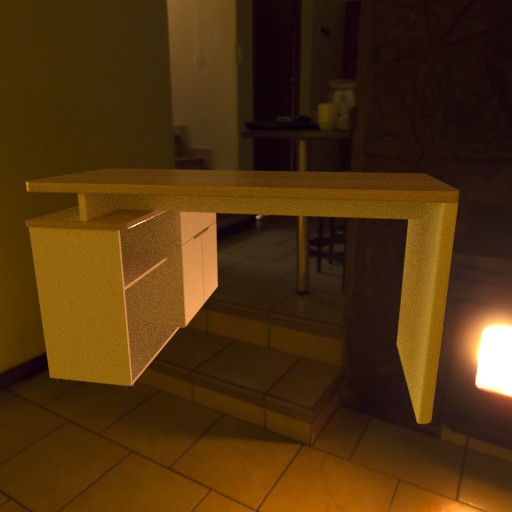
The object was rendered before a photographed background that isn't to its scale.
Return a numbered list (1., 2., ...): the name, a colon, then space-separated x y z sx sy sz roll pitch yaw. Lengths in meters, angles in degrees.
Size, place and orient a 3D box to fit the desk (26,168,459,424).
1. desk: 0.000 0.000 2.031 1.400 0.770 1.175 3 16 10
